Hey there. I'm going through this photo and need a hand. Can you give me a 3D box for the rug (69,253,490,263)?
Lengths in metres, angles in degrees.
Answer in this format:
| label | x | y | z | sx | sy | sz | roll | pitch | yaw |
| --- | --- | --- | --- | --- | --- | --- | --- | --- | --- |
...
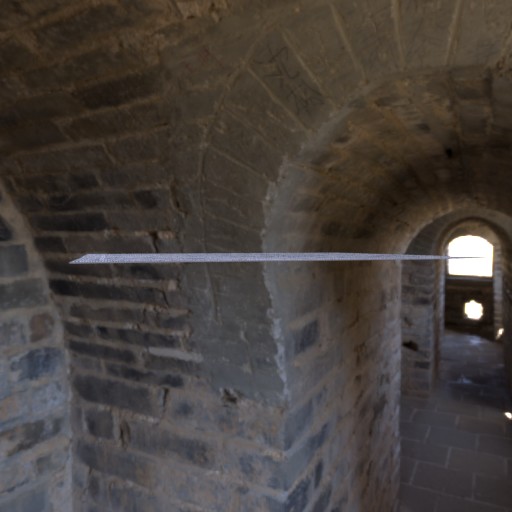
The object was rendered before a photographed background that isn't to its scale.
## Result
| label | x | y | z | sx | sy | sz | roll | pitch | yaw |
| --- | --- | --- | --- | --- | --- | --- | --- | --- | --- |
| rug | 0.000 | 0.000 | 4.100 | 3.048 | 0.012 | 2.438 | 0 | 1 | -18 |
